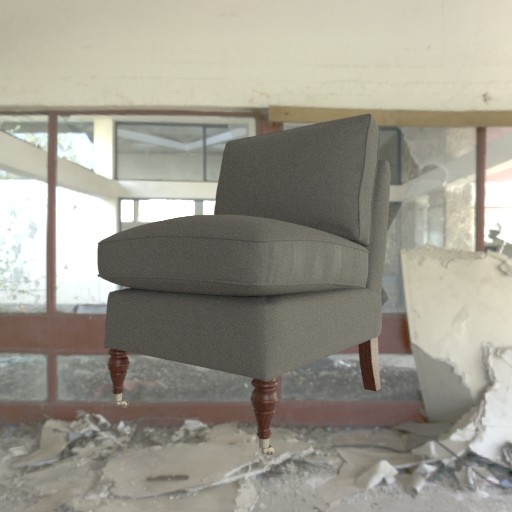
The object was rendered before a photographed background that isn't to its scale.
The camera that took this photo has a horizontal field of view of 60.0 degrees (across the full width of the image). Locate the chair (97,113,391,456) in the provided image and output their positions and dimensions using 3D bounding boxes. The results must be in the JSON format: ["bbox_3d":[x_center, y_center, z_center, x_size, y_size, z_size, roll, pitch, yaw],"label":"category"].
[{"bbox_3d":[0.000,0.000,1.631,0.724,1.045,0.924,0,0,36],"label":"chair"}]
